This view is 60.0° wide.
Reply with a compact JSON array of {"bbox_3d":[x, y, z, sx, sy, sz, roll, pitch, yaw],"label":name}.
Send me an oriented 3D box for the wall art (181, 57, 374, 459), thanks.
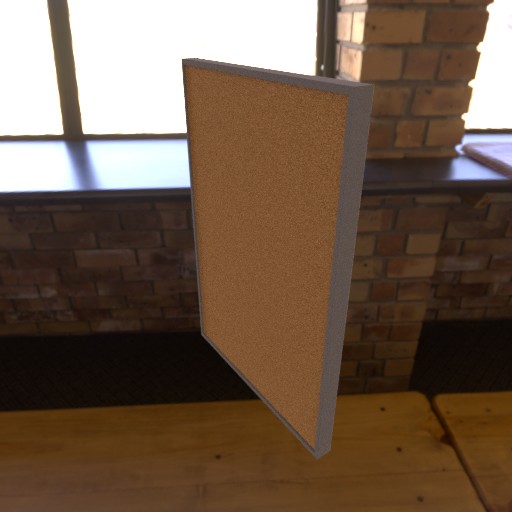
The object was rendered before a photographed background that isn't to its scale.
[{"bbox_3d":[0.000,0.000,0.961,0.039,0.753,0.511,-19,34,-30],"label":"wall art"}]
